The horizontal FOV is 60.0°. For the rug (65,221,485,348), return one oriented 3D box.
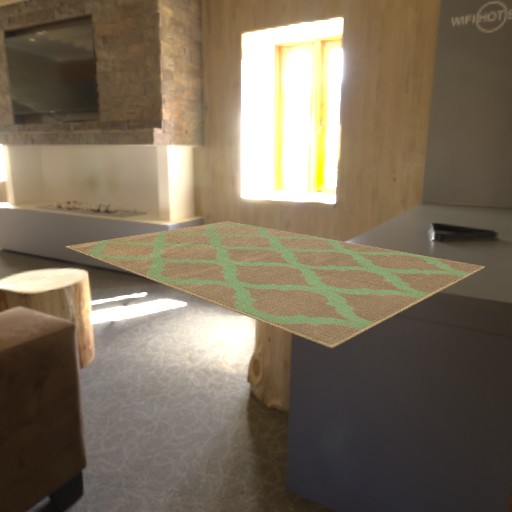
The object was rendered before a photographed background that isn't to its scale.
[{"bbox_3d":[0.000,0.000,2.868,1.524,0.006,2.286,-13,19,-43],"label":"rug"}]
